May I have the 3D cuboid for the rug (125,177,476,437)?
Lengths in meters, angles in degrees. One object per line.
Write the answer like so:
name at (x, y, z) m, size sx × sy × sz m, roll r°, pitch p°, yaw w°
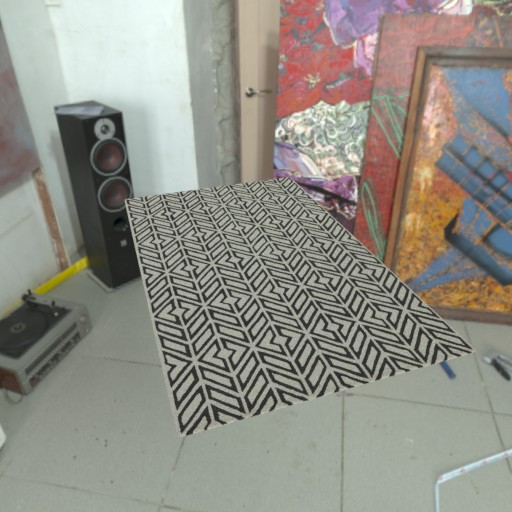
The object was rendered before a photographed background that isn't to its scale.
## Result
rug at (0.000, 0.000, 3.003) m, size 1.523 × 0.008 × 2.438 m, roll -10°, pitch 34°, yaw -16°
